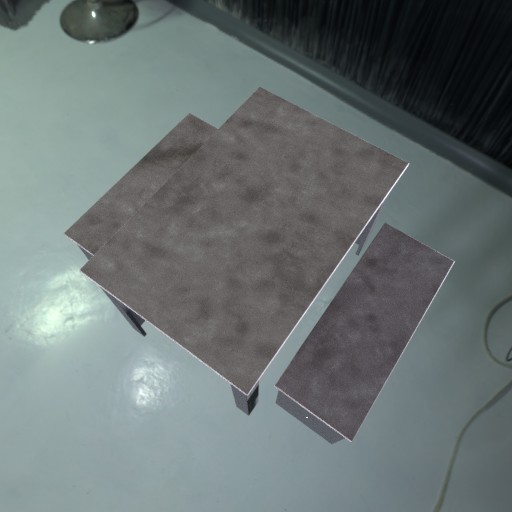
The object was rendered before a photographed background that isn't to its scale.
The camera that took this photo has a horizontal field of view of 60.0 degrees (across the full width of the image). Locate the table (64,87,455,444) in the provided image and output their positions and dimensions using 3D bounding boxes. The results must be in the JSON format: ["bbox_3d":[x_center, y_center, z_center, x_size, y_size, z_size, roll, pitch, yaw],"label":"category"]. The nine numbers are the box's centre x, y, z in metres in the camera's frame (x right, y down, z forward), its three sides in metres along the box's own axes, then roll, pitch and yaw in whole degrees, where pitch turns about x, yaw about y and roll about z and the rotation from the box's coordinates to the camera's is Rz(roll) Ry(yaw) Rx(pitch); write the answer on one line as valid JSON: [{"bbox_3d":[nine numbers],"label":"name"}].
[{"bbox_3d":[0.000,0.000,1.974,1.443,0.700,1.100,33,68,15],"label":"table"}]
